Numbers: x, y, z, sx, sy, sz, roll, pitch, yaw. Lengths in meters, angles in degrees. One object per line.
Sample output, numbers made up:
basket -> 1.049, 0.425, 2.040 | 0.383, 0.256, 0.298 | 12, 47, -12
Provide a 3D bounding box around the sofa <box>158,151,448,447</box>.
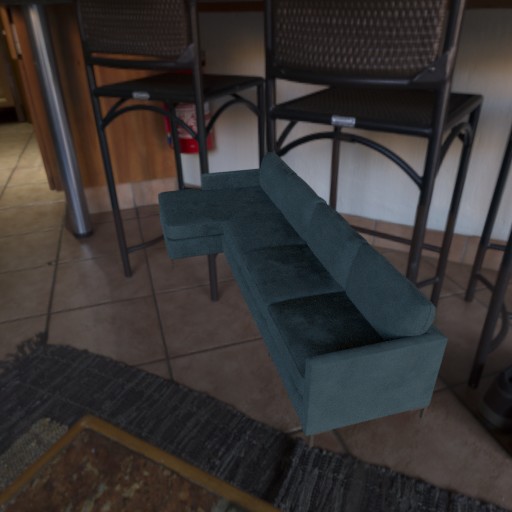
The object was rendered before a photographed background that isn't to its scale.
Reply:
sofa -> 0.000, 0.000, 4.069 | 1.500, 0.967, 3.400 | -8, 31, -14
